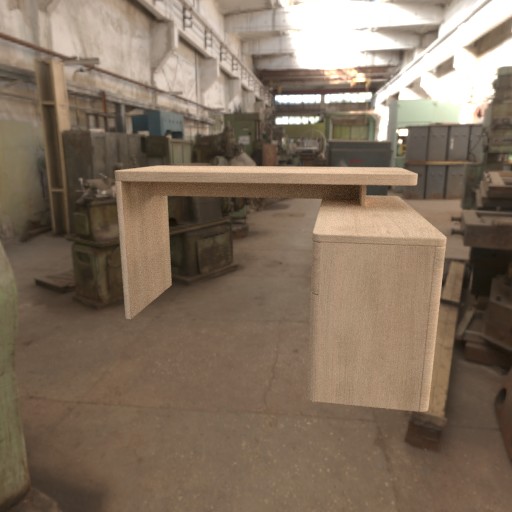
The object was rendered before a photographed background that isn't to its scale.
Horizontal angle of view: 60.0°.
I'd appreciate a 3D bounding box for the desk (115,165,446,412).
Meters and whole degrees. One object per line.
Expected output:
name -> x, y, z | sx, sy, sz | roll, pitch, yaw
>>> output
desk -> 0.000, 0.000, 2.079 | 1.400, 0.770, 1.175 | 2, 14, 10
